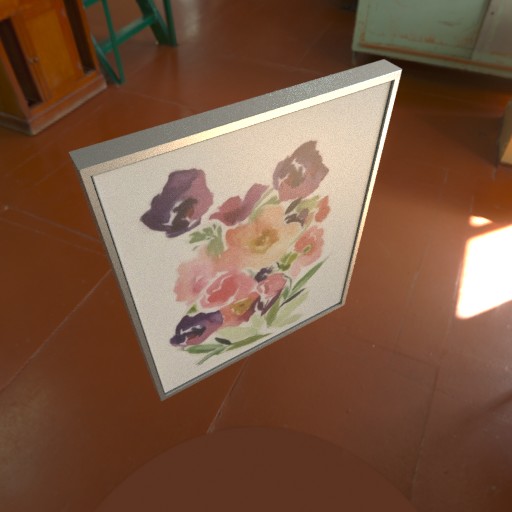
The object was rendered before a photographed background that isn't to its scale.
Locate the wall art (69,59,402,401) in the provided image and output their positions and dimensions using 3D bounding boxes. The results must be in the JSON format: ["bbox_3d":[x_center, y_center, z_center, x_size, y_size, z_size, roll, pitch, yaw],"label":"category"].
[{"bbox_3d":[0.000,0.000,0.751,0.452,0.549,0.038,-24,52,-20],"label":"wall art"}]
